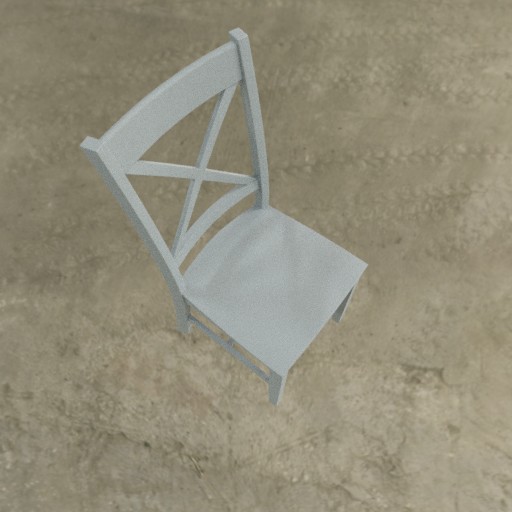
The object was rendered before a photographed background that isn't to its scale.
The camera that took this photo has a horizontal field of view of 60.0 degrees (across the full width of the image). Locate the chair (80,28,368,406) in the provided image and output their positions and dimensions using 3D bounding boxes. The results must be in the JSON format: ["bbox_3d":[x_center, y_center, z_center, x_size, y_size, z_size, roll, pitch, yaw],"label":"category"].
[{"bbox_3d":[0.000,0.000,1.306,0.542,0.983,0.485,35,66,18],"label":"chair"}]
